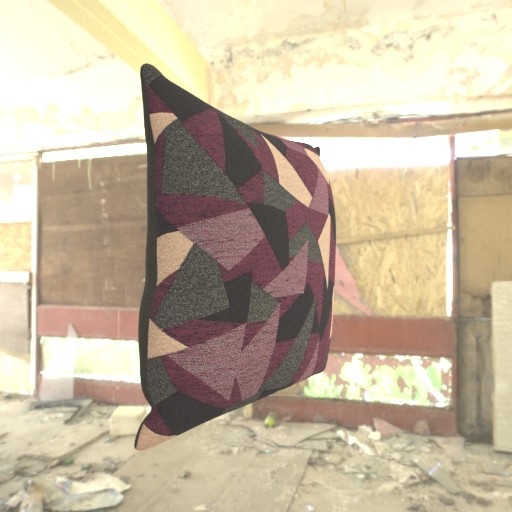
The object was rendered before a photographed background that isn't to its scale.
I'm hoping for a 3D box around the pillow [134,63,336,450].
[{"bbox_3d":[0.000,0.000,0.756,0.208,0.496,0.503,0,-1,36],"label":"pillow"}]
